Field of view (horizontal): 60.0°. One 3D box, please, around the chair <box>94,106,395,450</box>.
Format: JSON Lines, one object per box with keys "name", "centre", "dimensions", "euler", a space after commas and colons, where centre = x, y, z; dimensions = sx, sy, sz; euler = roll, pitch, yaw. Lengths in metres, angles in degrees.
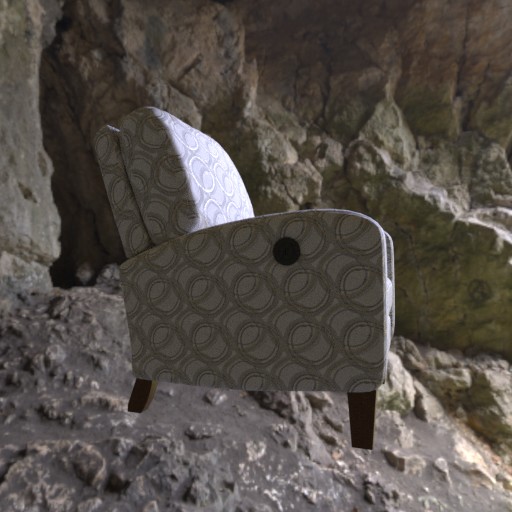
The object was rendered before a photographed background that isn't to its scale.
{"name": "chair", "centre": [0.000, 0.000, 1.698], "dimensions": [0.995, 1.065, 0.796], "euler": [0, 0, 19]}
